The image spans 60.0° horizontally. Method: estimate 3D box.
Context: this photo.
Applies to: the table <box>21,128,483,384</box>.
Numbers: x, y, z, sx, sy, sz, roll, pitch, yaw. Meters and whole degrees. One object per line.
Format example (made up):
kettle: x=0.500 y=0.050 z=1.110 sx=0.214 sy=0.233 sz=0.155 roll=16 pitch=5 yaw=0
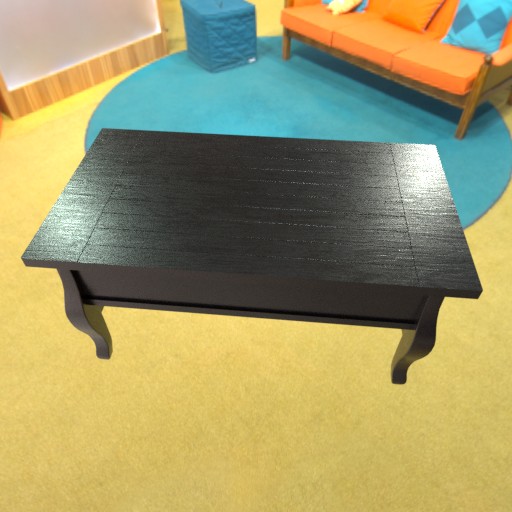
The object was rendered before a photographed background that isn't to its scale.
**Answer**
table: x=0.000 y=0.000 z=1.391 sx=1.062 sy=0.494 sz=0.600 roll=4 pitch=47 yaw=4
